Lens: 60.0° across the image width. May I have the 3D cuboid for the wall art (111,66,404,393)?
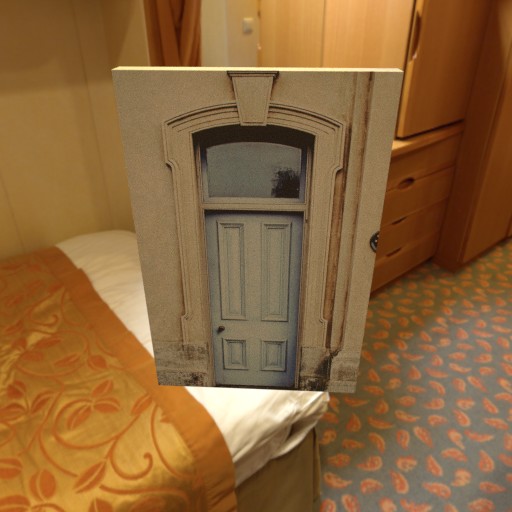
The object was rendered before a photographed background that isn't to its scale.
[{"bbox_3d":[0.000,0.000,0.775,0.403,0.607,0.036,1,29,3],"label":"wall art"}]
